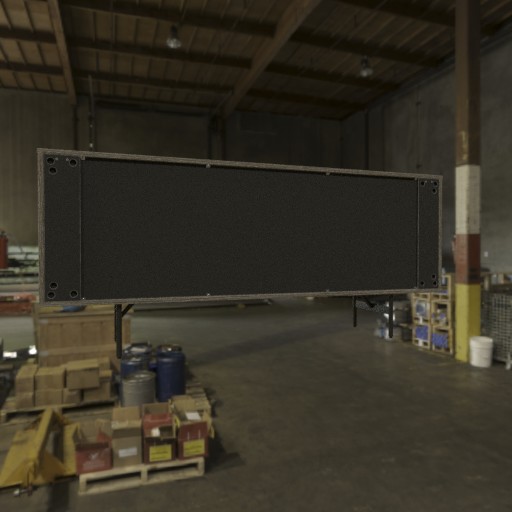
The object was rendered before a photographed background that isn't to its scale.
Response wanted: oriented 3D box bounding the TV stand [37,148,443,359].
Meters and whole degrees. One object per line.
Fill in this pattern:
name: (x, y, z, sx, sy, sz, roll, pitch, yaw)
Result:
TV stand: (0.000, 0.000, 2.083, 1.804, 0.787, 0.405, 0, 1, -19)
